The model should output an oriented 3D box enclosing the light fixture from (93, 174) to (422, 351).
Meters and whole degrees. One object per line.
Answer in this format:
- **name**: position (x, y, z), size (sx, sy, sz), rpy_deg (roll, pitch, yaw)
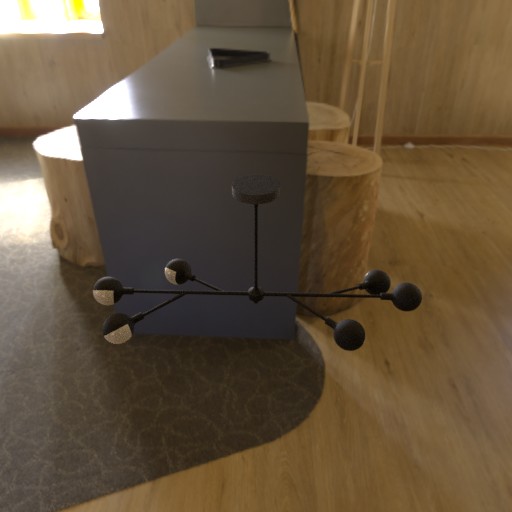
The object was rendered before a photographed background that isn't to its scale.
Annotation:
- **light fixture**: position (0.000, 0.000, 1.029), size (0.778, 0.362, 0.434), rpy_deg (10, 35, 15)
